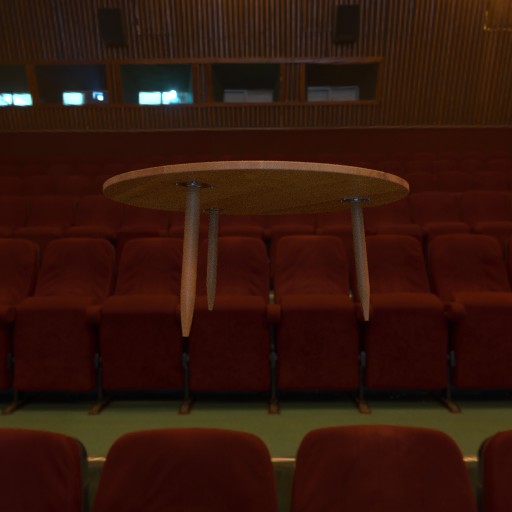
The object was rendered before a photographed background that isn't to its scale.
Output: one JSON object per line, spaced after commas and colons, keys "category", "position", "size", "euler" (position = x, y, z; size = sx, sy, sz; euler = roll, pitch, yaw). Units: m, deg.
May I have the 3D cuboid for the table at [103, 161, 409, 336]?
{"category": "table", "position": [0.000, 0.000, 1.378], "size": [0.900, 0.400, 0.900], "euler": [0, -1, 0]}
